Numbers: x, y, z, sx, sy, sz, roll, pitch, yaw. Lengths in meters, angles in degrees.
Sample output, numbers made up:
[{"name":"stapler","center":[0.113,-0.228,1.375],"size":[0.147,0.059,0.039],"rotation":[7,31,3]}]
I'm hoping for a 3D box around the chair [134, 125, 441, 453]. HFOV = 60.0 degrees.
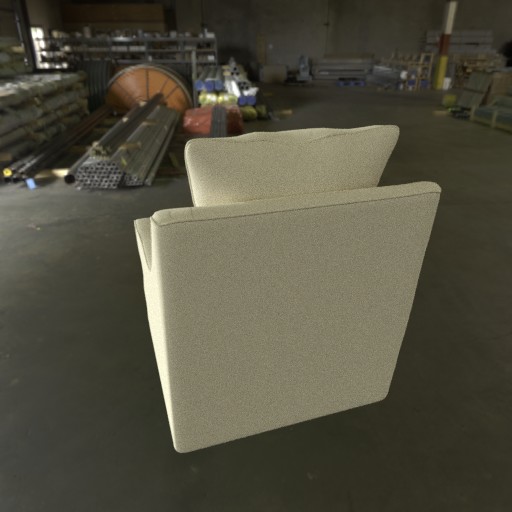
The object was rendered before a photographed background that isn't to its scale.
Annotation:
[{"name":"chair","center":[0.000,0.000,1.545],"size":[0.756,0.965,0.876],"rotation":[-8,27,-17]}]
